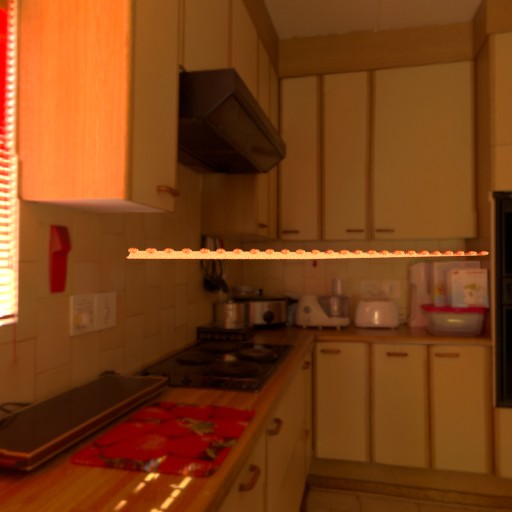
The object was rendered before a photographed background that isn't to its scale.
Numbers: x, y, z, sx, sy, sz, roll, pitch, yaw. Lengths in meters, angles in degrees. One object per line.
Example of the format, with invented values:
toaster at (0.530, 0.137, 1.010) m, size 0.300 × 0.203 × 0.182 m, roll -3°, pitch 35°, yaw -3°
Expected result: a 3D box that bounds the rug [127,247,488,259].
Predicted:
rug at (0.000, 0.000, 4.389) m, size 2.451 × 0.035 × 3.369 m, roll 0°, pitch -1°, yaw -16°
